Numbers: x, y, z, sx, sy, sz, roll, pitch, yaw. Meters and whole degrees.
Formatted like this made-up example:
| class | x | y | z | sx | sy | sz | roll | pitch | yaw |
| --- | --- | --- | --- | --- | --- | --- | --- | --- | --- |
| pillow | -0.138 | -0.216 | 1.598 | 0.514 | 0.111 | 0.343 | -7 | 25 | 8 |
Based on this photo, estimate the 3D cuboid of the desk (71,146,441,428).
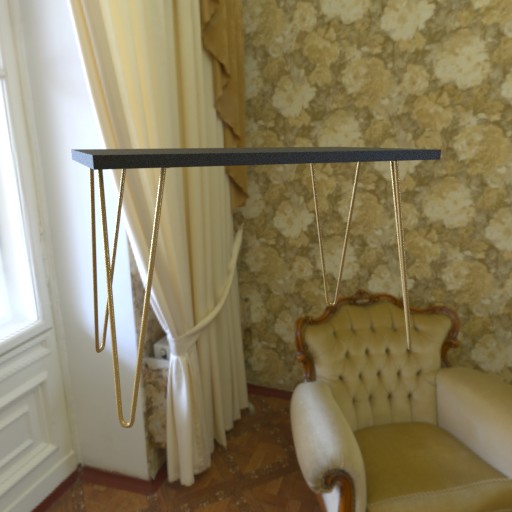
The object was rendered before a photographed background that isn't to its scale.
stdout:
| class | x | y | z | sx | sy | sz | roll | pitch | yaw |
| --- | --- | --- | --- | --- | --- | --- | --- | --- | --- |
| desk | 0.000 | 0.000 | 1.413 | 0.991 | 0.660 | 0.499 | -7 | 17 | -26 |
